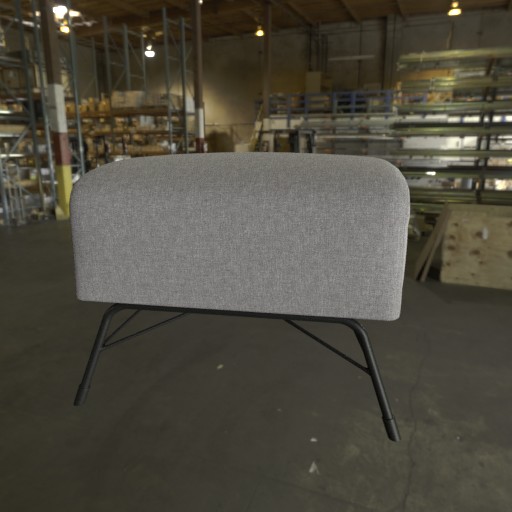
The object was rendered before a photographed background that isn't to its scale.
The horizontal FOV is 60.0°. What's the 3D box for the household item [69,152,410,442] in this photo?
[{"bbox_3d":[0.000,0.000,0.898,0.530,0.410,0.530,2,14,10],"label":"household item"}]
